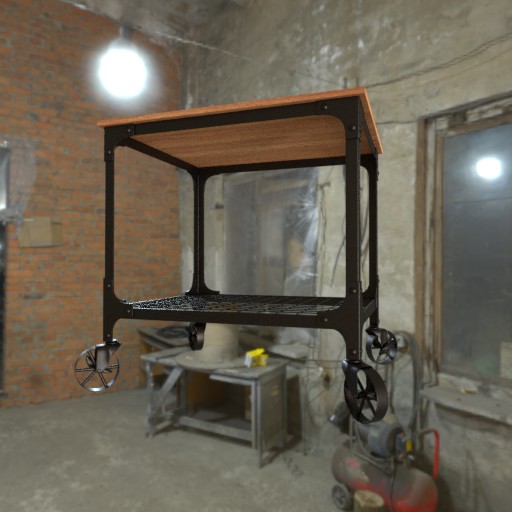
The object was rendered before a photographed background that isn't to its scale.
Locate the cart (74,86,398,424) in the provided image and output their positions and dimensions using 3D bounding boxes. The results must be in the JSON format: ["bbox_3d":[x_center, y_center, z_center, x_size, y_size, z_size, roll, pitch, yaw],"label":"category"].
[{"bbox_3d":[0.000,0.000,1.120,0.666,0.603,0.558,0,-1,20],"label":"cart"}]
